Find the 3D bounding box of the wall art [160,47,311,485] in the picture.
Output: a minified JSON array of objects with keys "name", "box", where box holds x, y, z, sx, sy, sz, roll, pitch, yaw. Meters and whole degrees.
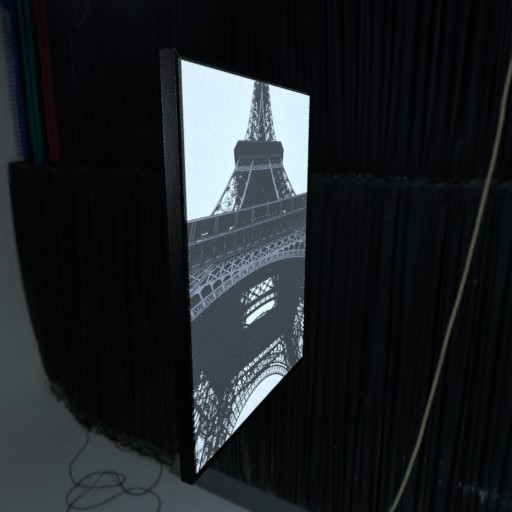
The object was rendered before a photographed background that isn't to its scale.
[{"name":"wall art","box":[0.000,0.000,1.393,0.040,1.062,0.805,7,15,26]}]
